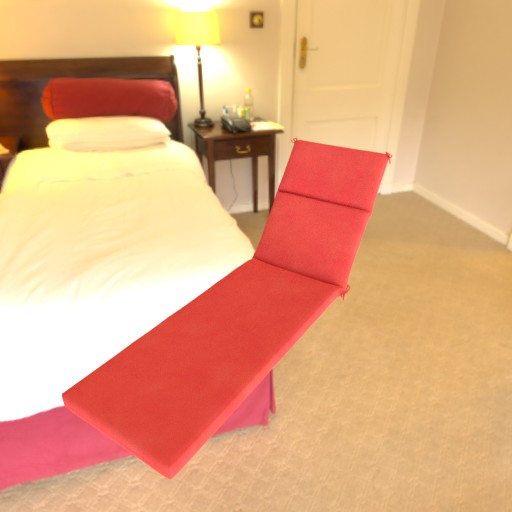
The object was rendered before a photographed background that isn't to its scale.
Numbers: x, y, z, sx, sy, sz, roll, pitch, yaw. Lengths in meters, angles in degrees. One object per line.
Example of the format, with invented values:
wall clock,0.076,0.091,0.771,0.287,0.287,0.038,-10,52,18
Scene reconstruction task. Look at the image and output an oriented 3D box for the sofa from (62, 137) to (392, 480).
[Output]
sofa,0.000,0.000,1.879,0.582,0.622,1.663,18,34,29
